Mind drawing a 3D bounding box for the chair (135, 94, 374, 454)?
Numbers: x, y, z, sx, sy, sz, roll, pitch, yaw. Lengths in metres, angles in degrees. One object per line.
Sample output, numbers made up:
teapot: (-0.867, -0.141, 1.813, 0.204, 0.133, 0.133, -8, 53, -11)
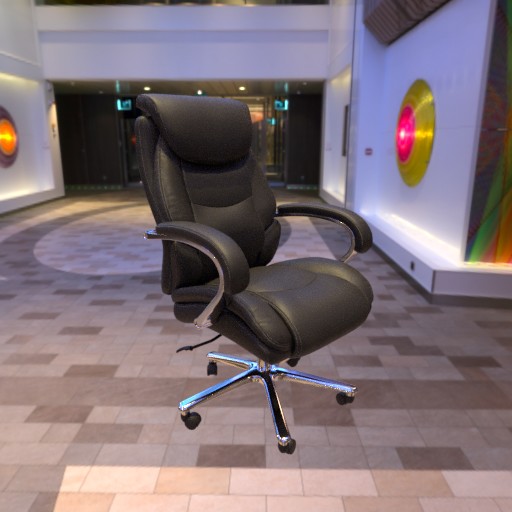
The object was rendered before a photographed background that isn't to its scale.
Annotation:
chair: (0.000, 0.000, 1.671, 0.790, 1.183, 0.755, 14, 20, 42)
